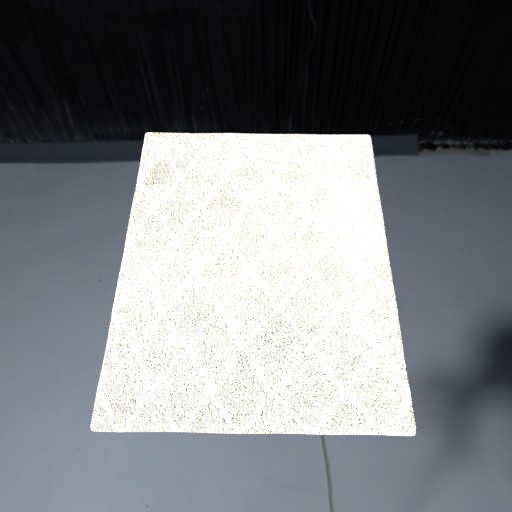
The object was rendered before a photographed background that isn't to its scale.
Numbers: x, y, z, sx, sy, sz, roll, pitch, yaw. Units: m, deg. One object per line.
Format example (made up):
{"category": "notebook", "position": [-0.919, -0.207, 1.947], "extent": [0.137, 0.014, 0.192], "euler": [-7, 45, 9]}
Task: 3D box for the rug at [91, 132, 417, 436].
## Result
{"category": "rug", "position": [0.000, 0.000, 4.052], "extent": [2.438, 0.029, 3.047], "euler": [1, 60, 0]}
